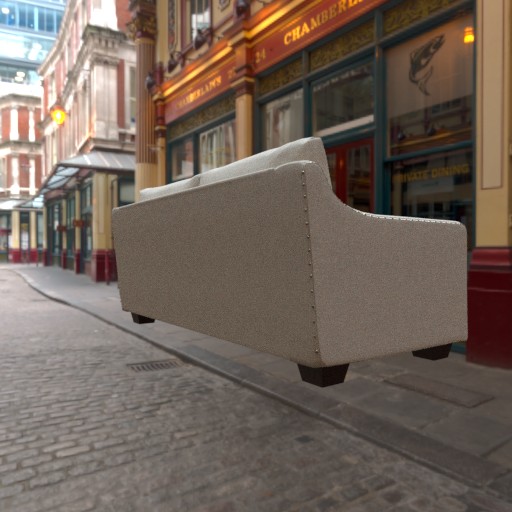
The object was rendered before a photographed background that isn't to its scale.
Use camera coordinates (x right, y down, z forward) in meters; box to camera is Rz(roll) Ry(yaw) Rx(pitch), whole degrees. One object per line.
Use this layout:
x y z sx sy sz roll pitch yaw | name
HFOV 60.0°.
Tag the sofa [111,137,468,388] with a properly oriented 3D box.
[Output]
0.000 0.000 2.701 1.104 0.983 2.107 0 0 -36 | sofa
